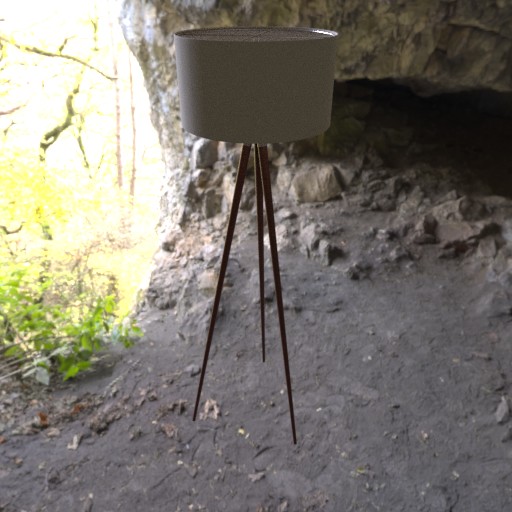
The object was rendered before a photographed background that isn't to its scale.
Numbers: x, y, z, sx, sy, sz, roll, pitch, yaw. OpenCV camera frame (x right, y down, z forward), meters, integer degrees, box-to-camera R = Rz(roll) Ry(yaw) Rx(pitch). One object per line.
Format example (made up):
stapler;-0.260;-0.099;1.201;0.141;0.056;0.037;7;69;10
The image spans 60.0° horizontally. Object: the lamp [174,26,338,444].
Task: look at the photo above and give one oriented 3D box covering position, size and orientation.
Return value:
lamp;0.000;0.000;1.721;0.483;1.553;0.483;8;32;12
